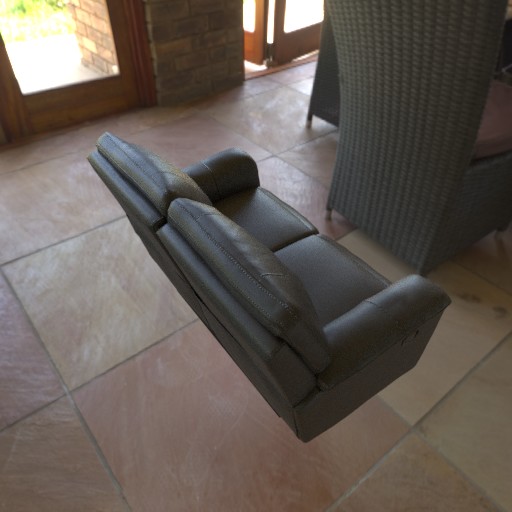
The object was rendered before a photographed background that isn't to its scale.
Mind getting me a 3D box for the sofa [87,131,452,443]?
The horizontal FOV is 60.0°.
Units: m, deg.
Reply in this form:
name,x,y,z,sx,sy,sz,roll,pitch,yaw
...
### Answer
name,x,y,z,sx,sy,sz,roll,pitch,yaw
sofa,0.000,0.000,2.395,1.104,1.111,1.765,-25,47,-26
